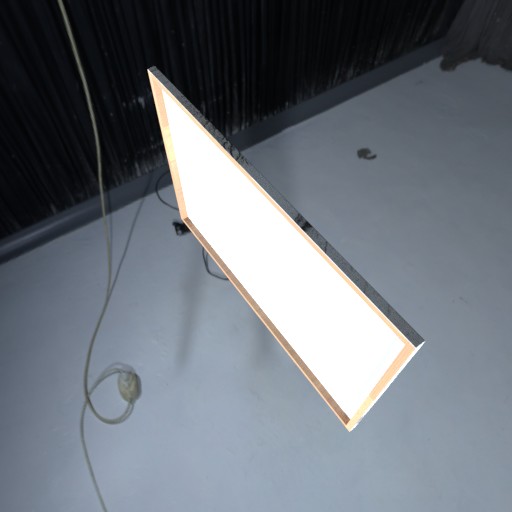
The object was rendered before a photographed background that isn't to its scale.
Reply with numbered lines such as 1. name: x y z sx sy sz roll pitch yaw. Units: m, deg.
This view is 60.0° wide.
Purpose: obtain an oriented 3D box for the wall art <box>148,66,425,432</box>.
1. wall art: 0.000 0.000 1.172 0.023 0.607 0.914 -31 62 -19
